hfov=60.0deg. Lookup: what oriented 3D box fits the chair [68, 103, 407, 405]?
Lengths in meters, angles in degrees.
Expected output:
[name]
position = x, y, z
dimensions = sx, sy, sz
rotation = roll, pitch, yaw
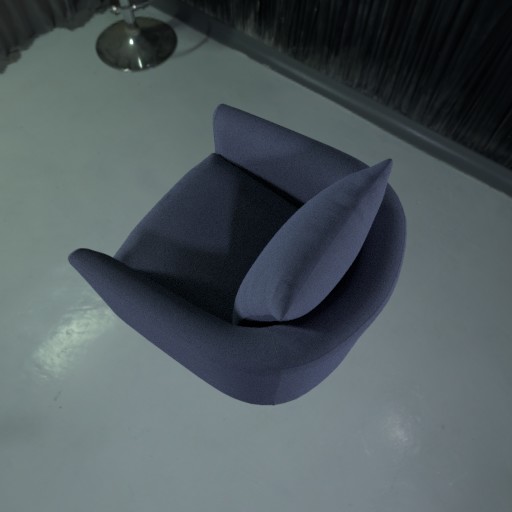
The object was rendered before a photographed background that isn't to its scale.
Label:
[chair]
position = 0.000, 0.000, 1.570
dimensions = 0.910, 0.848, 0.845
rotation = 32, 67, 15
